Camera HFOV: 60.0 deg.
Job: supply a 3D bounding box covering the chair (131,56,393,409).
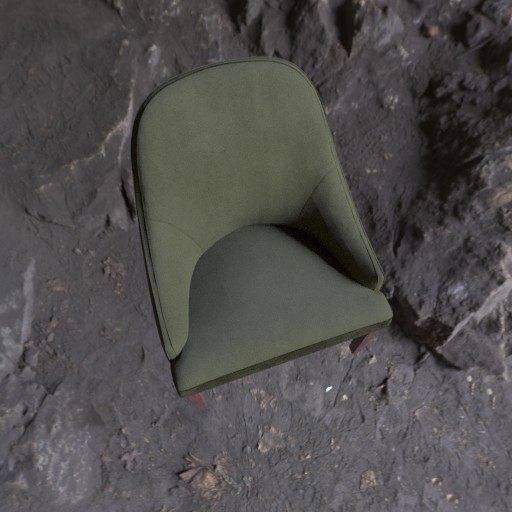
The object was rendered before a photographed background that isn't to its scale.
[{"bbox_3d":[0.000,0.000,1.265,0.643,0.889,0.575,-17,64,-9],"label":"chair"}]
